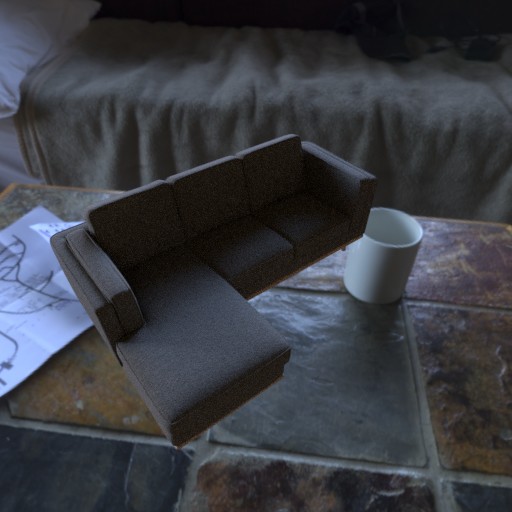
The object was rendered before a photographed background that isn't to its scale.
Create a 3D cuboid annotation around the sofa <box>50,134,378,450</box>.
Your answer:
[{"bbox_3d":[0.000,0.000,3.278,2.411,0.929,1.604,-27,48,-27],"label":"sofa"}]
